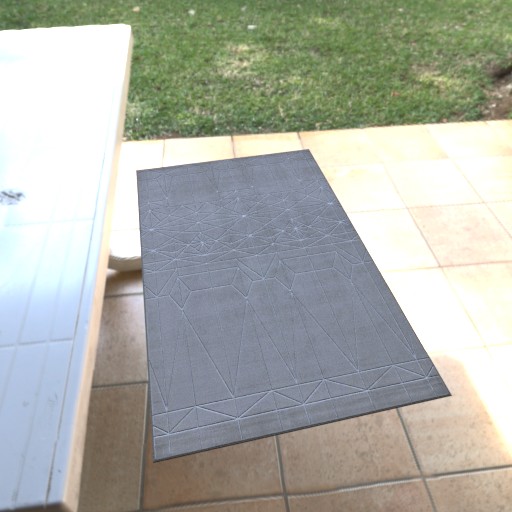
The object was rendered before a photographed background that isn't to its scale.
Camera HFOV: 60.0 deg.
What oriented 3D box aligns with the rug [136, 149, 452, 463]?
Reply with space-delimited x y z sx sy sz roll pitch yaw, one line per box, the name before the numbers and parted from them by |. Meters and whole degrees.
rug | 0.000 0.000 3.012 1.524 0.012 2.438 -9 46 -9
